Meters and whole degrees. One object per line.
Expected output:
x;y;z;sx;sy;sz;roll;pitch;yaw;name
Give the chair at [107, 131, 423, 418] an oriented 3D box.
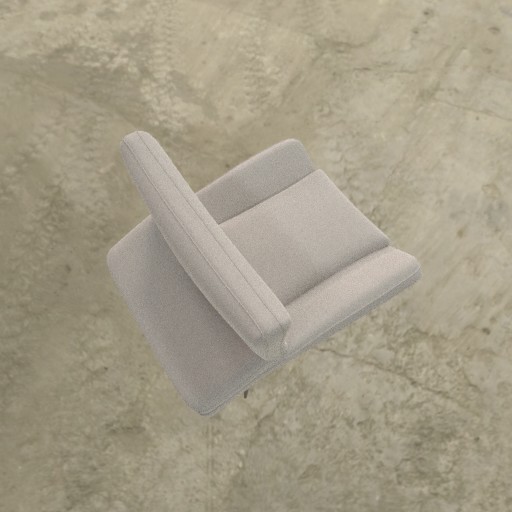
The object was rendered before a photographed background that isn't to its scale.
0.000;0.000;1.707;1.008;0.855;0.859;-30;64;-16;chair
